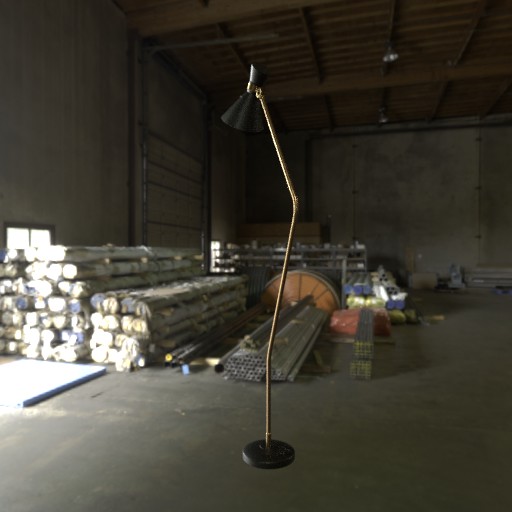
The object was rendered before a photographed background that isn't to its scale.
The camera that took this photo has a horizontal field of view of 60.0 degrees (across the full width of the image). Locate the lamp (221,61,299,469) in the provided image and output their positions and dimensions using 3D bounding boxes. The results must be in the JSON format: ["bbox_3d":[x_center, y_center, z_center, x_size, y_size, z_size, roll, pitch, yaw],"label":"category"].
[{"bbox_3d":[0.000,0.000,1.609,0.277,1.438,0.467,0,1,0],"label":"lamp"}]
